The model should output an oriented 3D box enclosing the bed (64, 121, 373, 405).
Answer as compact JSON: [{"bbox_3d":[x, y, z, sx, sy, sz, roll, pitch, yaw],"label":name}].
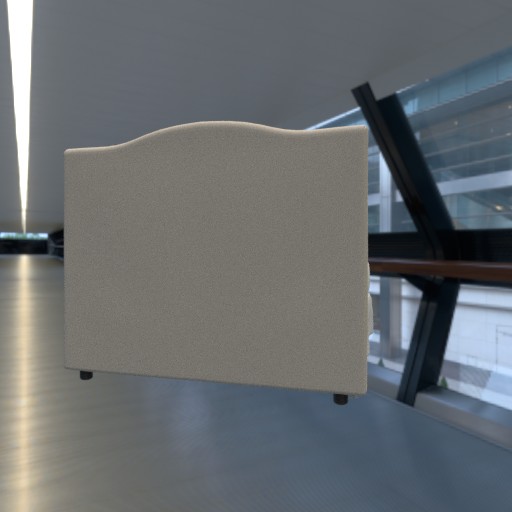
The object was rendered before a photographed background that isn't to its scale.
[{"bbox_3d":[0.000,0.000,3.380,1.753,1.460,2.143,0,0,17],"label":"bed"}]
